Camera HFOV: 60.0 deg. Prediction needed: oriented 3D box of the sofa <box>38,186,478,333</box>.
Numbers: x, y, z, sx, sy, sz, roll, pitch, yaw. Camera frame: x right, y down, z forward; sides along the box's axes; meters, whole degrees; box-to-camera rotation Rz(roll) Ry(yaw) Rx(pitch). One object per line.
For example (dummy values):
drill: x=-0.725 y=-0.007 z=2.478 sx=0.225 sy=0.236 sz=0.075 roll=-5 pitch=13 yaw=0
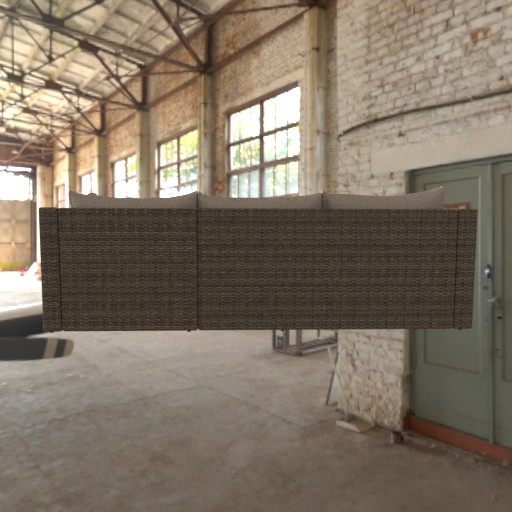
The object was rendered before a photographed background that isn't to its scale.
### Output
sofa: x=0.000 y=0.000 z=3.031 sx=2.192 sy=0.766 sz=1.662 roll=0 pitch=0 yaw=-2
